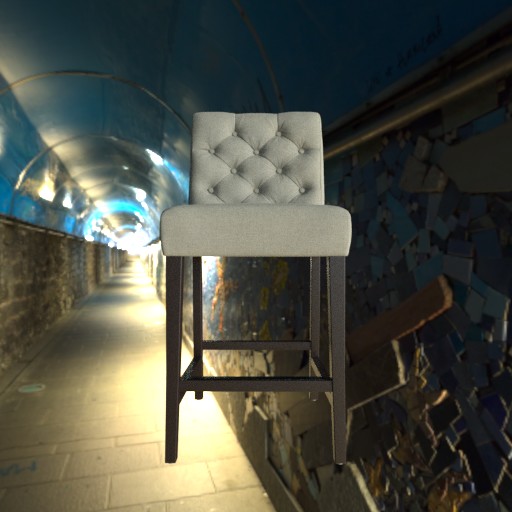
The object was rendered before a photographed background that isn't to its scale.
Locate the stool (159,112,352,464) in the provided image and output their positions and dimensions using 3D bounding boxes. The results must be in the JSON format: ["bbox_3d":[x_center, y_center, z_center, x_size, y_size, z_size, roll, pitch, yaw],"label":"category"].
[{"bbox_3d":[0.000,0.000,1.388,0.493,1.040,0.601,0,1,0],"label":"stool"}]
